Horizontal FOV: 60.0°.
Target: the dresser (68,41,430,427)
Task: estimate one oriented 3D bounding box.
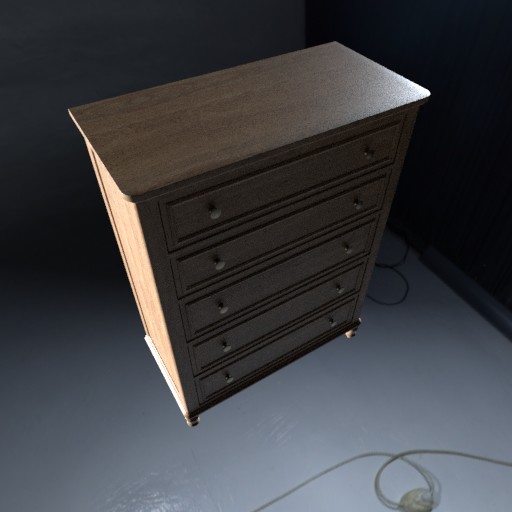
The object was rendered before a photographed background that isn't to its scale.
[{"bbox_3d":[0.000,0.000,1.782,0.973,1.318,0.484,-24,51,-21],"label":"dresser"}]
